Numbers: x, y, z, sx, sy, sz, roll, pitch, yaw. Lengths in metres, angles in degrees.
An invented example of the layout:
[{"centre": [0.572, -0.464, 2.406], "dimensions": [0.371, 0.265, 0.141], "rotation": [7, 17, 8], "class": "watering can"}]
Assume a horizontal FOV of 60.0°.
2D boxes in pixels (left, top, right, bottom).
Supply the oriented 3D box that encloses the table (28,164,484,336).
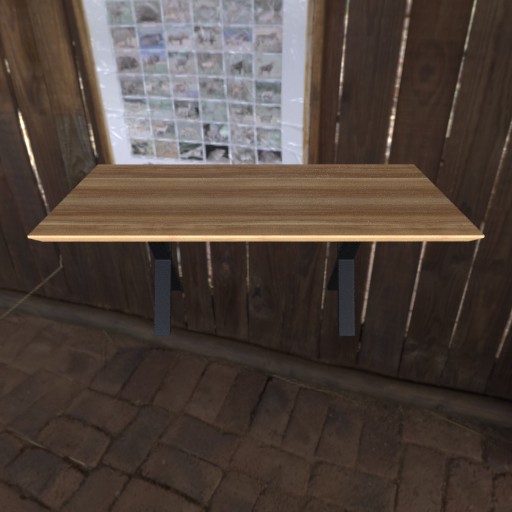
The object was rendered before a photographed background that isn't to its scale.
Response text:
[{"centre": [0.000, 0.000, 2.563], "dimensions": [2.000, 0.770, 1.000], "rotation": [0, 30, 0], "class": "table"}]
